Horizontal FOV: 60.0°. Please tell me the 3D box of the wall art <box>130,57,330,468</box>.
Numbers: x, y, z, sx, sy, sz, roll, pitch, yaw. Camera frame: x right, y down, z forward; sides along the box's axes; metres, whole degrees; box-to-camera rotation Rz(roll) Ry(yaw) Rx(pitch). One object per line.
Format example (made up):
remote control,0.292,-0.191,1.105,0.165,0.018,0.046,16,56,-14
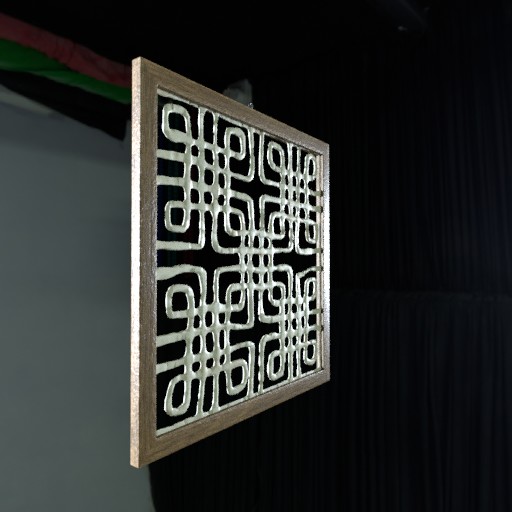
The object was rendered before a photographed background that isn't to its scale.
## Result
wall art,0.000,0.000,0.834,0.021,0.582,0.561,-1,-1,36
